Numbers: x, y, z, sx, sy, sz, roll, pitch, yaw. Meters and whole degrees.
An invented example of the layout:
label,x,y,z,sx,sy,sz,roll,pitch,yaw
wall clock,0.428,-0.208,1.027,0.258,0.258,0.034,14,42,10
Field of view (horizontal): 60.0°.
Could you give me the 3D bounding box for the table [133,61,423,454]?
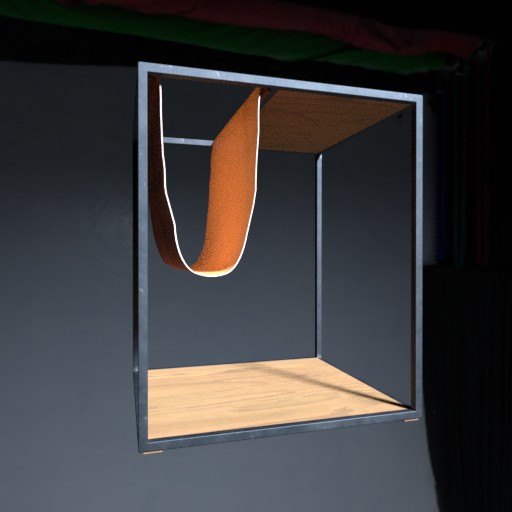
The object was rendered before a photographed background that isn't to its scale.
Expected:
label,x,y,z,sx,sy,sz,roll,pitch,yaw
table,0.000,0.000,0.852,0.450,0.536,0.399,0,0,-17
